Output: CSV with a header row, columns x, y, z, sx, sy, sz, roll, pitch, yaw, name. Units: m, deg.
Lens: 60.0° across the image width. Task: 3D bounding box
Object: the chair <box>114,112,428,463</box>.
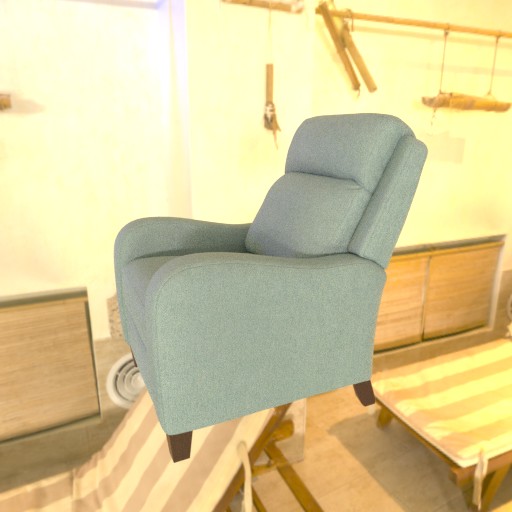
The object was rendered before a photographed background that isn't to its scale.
x,y,z,sx,sy,sz,roll,pitch,yaw,name
0.000,0.000,1.729,0.988,1.067,0.785,-7,17,-24,chair
